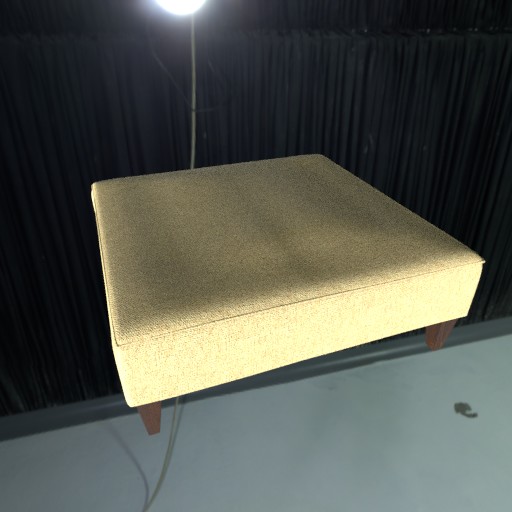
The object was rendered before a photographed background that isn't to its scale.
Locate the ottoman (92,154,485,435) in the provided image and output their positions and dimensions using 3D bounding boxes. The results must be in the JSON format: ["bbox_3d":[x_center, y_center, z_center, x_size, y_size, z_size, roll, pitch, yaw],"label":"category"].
[{"bbox_3d":[0.000,0.000,1.507,0.981,0.378,0.970,-11,32,-18],"label":"ottoman"}]
